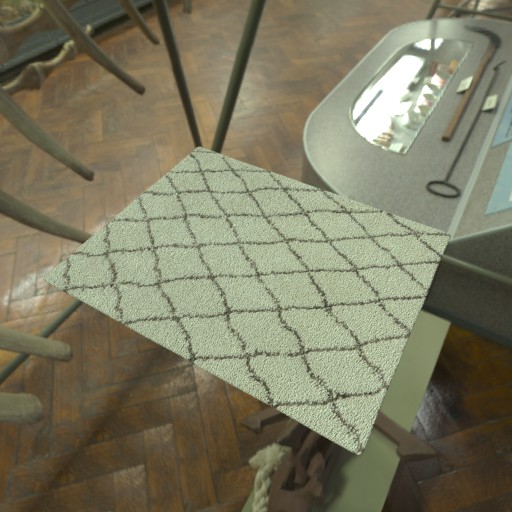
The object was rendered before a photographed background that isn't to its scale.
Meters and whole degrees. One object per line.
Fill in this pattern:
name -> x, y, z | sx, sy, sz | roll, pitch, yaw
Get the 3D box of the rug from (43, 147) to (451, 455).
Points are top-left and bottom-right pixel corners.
rug -> 0.000, 0.000, 4.183 | 3.047, 0.029, 2.438 | 23, 51, 20
